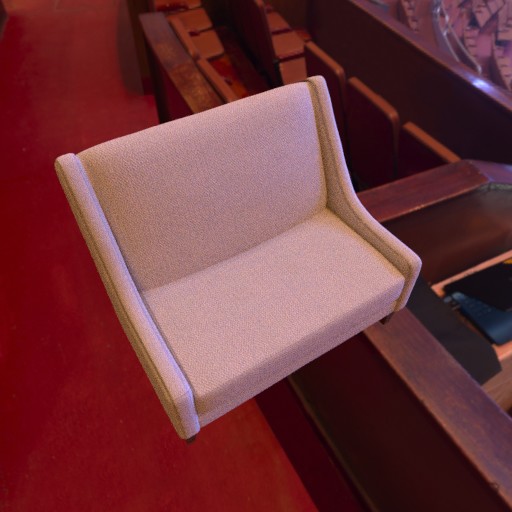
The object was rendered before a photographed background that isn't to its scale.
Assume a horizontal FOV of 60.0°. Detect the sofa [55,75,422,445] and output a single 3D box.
[{"bbox_3d":[0.000,0.000,1.947,1.242,1.022,0.870,-25,52,-21],"label":"sofa"}]
